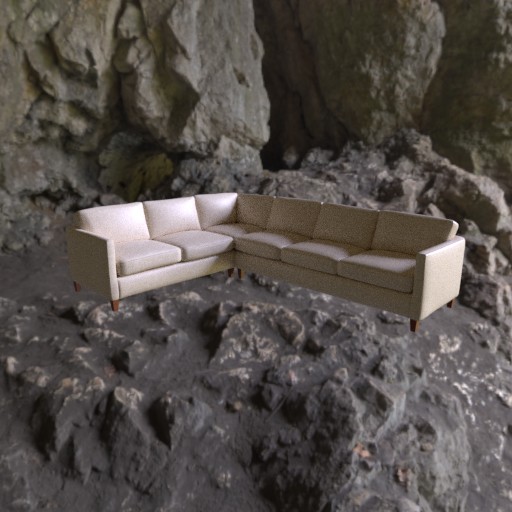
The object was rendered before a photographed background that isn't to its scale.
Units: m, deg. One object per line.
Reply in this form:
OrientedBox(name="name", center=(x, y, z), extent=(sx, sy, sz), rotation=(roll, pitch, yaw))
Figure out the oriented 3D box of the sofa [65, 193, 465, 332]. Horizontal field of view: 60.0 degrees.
OrientedBox(name="sofa", center=(0.000, 0.000, 4.588), extent=(3.302, 0.947, 2.593), rotation=(14, 20, 43))
